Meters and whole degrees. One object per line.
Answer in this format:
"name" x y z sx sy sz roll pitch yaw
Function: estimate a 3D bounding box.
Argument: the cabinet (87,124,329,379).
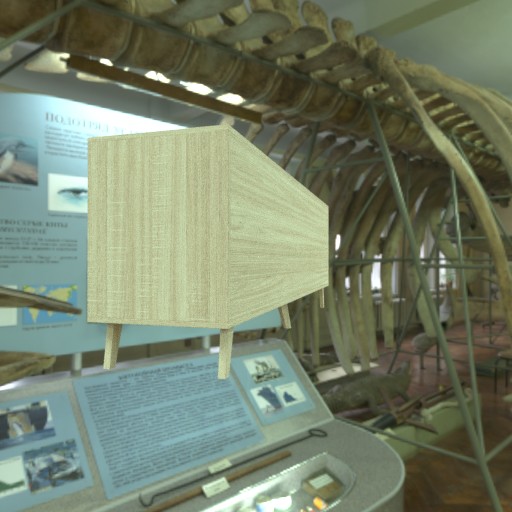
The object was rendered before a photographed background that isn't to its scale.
"cabinet" 0.000 0.000 2.454 0.500 0.780 2.200 0 0 17
